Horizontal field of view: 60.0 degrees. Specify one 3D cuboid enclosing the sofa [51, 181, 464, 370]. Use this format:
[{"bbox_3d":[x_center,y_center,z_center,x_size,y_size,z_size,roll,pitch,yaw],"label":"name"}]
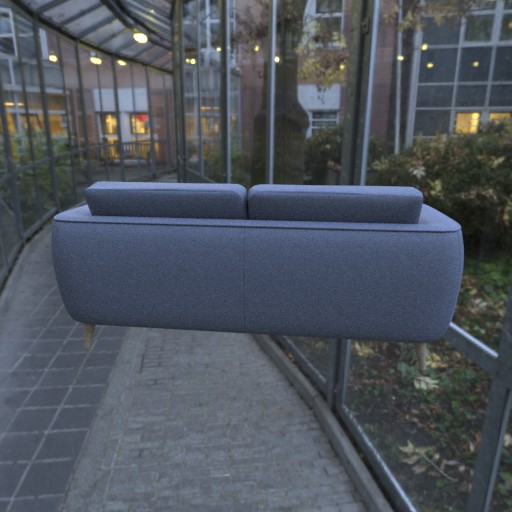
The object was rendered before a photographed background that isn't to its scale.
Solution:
[{"bbox_3d":[0.000,0.000,2.521,2.000,0.870,0.920,2,17,7],"label":"sofa"}]
